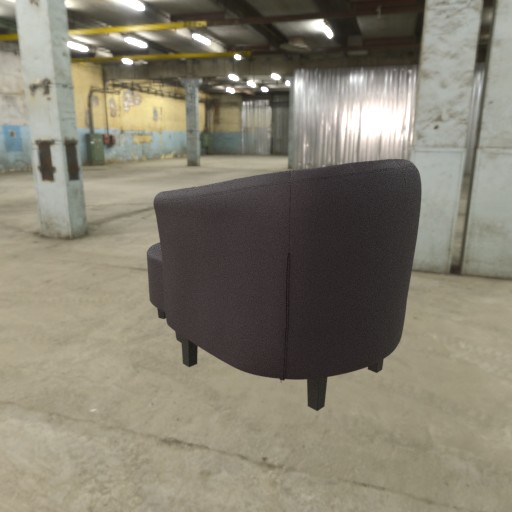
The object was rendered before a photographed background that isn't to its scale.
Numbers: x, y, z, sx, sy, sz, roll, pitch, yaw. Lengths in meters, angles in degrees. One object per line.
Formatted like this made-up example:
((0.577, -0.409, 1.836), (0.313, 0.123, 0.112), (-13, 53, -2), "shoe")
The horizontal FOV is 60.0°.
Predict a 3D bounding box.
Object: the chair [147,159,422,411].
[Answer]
((0.000, 0.000, 1.718), (0.763, 0.760, 1.191), (-13, 19, -42), "chair")
